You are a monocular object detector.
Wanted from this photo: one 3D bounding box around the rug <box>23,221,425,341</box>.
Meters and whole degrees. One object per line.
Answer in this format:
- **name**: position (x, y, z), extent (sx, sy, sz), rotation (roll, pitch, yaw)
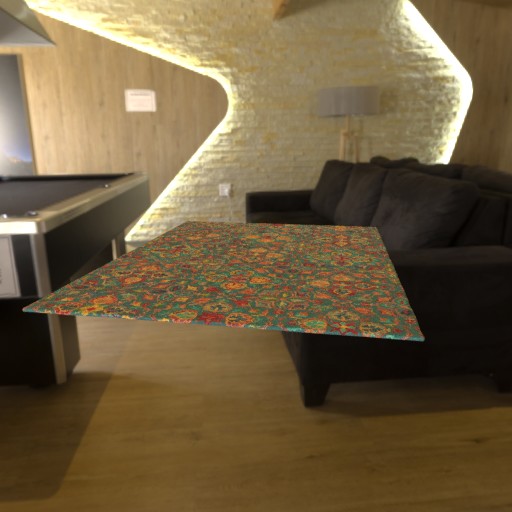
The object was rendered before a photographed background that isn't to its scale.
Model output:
- **rug**: position (0.000, 0.000, 4.120), extent (2.434, 0.025, 3.204), rotation (3, 15, 10)
